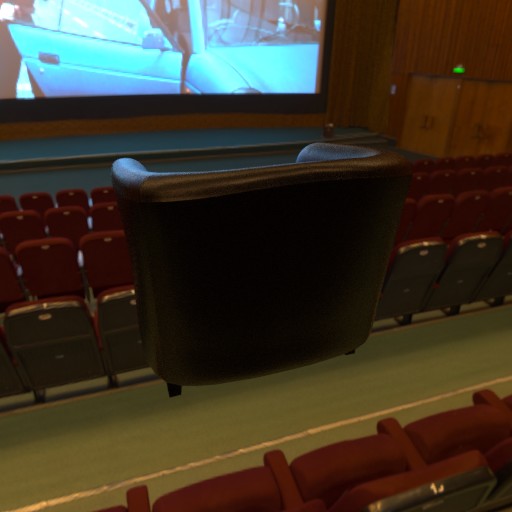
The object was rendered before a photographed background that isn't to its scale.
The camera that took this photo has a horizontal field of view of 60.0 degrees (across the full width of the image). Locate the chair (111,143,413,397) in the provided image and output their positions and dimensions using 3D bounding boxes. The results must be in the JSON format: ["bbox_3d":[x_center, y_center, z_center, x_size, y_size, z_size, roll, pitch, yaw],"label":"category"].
[{"bbox_3d":[0.000,0.000,1.395,0.793,0.756,0.727,-9,28,-17],"label":"chair"}]
